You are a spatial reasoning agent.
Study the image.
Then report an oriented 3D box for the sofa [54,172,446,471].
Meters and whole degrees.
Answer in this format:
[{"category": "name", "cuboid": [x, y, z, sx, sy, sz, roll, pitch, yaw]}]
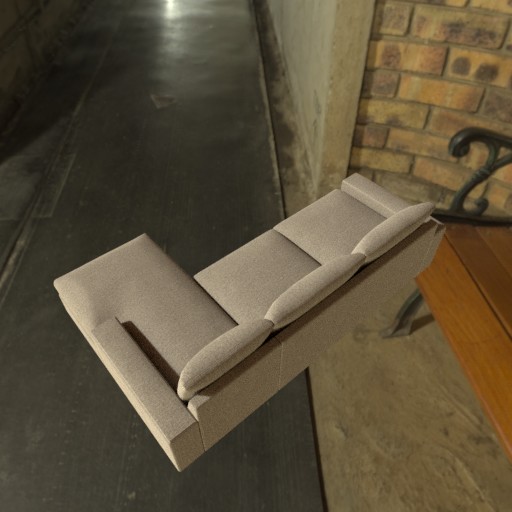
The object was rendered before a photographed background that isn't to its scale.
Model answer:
[{"category": "sofa", "cuboid": [0.000, 0.000, 3.563, 2.718, 0.813, 1.689, -32, 55, -26]}]
